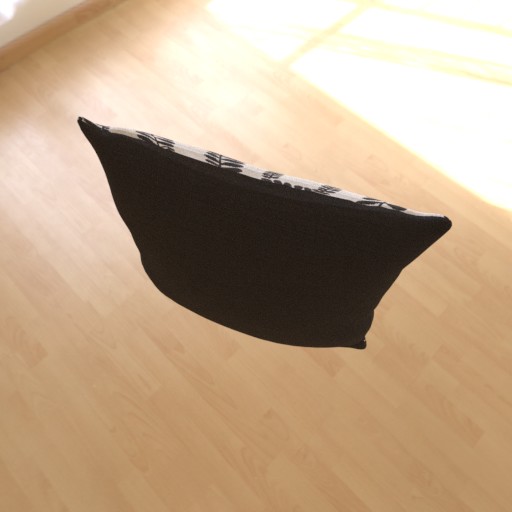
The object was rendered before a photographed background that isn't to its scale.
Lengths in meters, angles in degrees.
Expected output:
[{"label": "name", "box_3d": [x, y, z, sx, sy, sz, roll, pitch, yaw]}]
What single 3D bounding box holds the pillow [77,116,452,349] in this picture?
[{"label": "pillow", "box_3d": [0.000, 0.000, 0.668, 0.440, 0.441, 0.182, 18, 65, 9]}]
